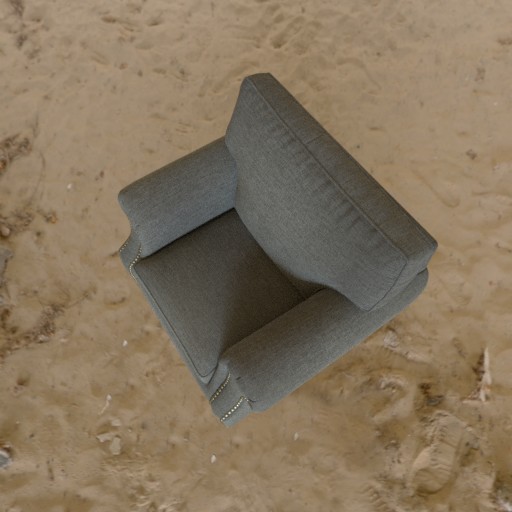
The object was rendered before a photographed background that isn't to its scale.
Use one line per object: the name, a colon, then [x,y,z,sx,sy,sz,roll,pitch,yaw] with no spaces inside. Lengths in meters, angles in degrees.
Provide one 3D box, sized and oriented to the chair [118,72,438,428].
chair: [0.000,0.000,1.876,0.965,0.961,1.092,-31,67,-15]
